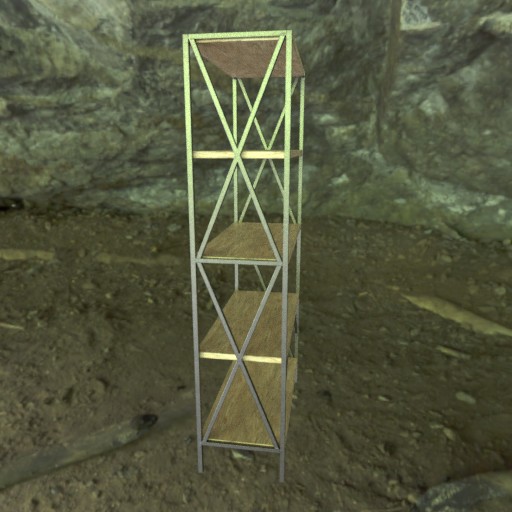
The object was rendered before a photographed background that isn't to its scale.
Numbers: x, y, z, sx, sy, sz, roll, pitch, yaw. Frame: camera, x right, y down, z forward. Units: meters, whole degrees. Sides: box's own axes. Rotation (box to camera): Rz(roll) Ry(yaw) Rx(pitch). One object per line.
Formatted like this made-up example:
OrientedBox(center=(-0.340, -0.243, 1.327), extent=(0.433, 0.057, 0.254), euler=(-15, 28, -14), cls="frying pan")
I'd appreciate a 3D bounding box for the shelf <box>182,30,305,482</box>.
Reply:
OrientedBox(center=(0.000, 0.000, 2.163), extent=(0.386, 1.803, 0.874), euler=(2, 14, 9), cls="shelf")
